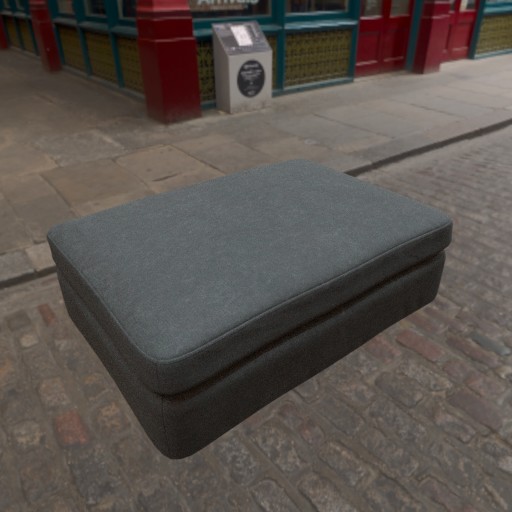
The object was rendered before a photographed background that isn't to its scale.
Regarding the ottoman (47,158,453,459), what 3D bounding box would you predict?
[{"bbox_3d":[0.000,0.000,1.588,1.199,0.429,0.840,-22,38,-32],"label":"ottoman"}]
